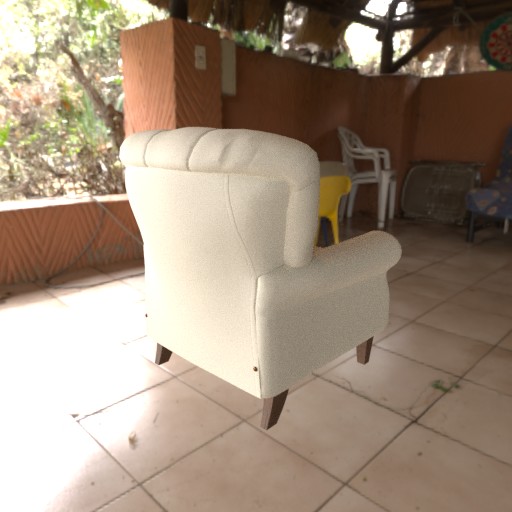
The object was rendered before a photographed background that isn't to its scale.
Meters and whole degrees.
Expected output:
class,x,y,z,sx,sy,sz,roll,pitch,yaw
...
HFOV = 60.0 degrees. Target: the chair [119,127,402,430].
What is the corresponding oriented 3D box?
class,x,y,z,sx,sy,sz,roll,pitch,yaw
chair,0.000,0.000,2.121,1.035,1.169,1.132,14,20,42
